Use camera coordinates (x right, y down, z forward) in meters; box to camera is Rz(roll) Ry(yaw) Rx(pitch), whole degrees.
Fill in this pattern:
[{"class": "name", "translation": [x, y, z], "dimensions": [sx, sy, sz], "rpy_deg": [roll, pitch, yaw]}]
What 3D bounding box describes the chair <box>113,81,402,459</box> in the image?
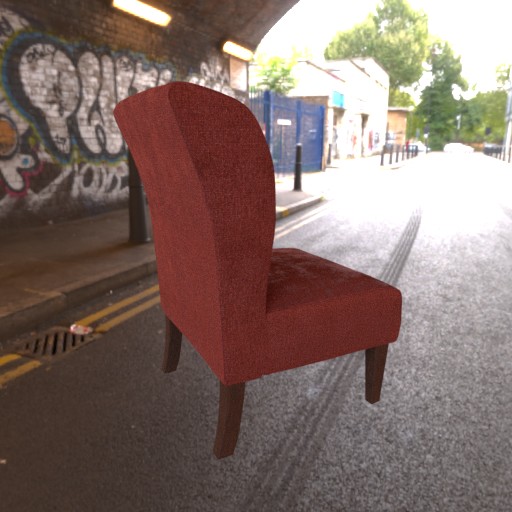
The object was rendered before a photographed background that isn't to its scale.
[{"class": "chair", "translation": [0.000, 0.000, 1.251], "dimensions": [0.640, 0.846, 0.538], "rpy_deg": [-7, 16, -26]}]
